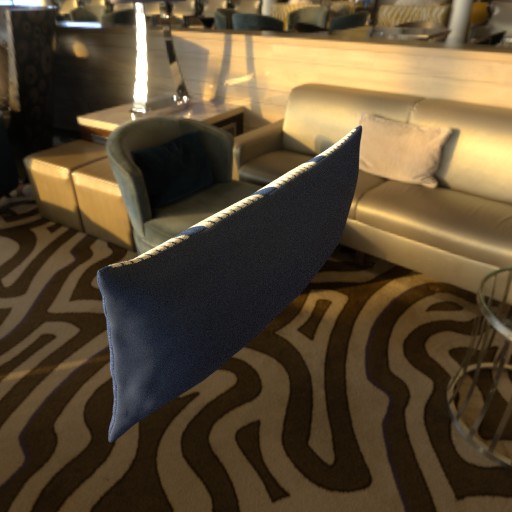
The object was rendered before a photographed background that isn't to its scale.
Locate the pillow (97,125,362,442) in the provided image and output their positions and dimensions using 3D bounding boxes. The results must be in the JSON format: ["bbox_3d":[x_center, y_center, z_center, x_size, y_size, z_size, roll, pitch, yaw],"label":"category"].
[{"bbox_3d":[0.000,0.000,0.710,0.156,0.292,0.608,20,37,29],"label":"pillow"}]
